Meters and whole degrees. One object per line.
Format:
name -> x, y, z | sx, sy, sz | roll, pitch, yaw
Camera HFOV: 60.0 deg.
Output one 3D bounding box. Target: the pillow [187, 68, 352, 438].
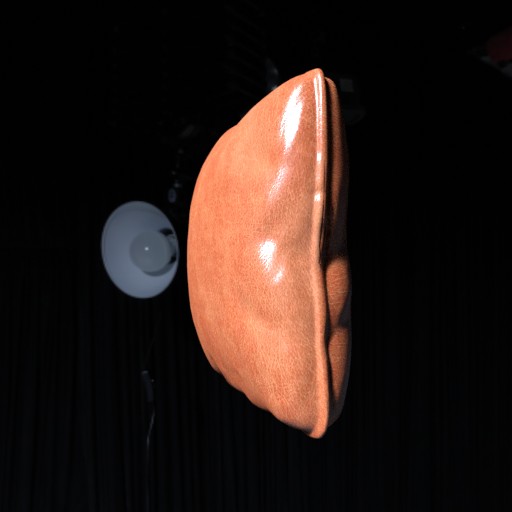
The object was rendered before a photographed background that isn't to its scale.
pillow -> 0.000, 0.000, 0.830 | 0.236, 0.523, 0.532 | 0, -1, -19
